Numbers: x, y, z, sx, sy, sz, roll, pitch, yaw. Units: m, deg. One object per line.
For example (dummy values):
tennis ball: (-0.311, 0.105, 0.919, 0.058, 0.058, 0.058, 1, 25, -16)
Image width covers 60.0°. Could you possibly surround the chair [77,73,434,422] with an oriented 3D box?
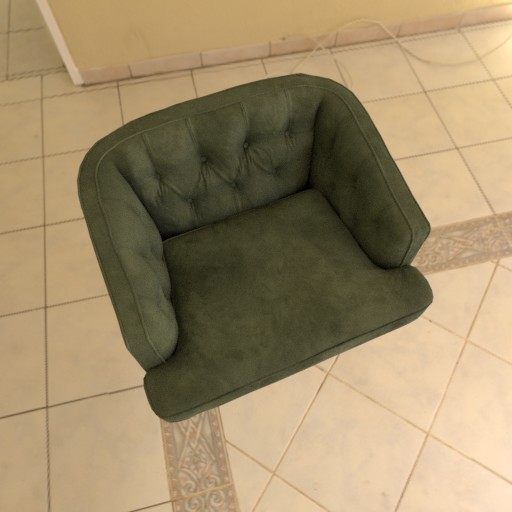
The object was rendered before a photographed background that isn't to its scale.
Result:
chair: (0.000, 0.000, 1.754, 1.104, 0.852, 0.941, -21, 65, -10)
